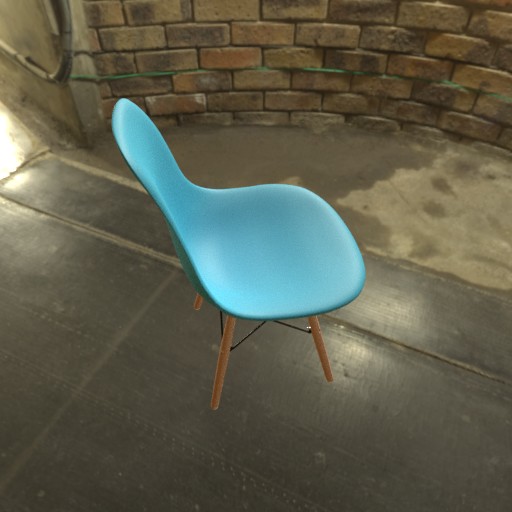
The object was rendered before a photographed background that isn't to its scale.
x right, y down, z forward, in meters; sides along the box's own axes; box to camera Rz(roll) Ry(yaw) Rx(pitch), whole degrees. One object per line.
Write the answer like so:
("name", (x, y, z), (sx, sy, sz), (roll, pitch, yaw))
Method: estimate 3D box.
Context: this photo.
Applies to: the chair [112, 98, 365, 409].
("chair", (0.000, 0.000, 1.135), (0.531, 0.826, 0.470), (-10, 48, -9))
